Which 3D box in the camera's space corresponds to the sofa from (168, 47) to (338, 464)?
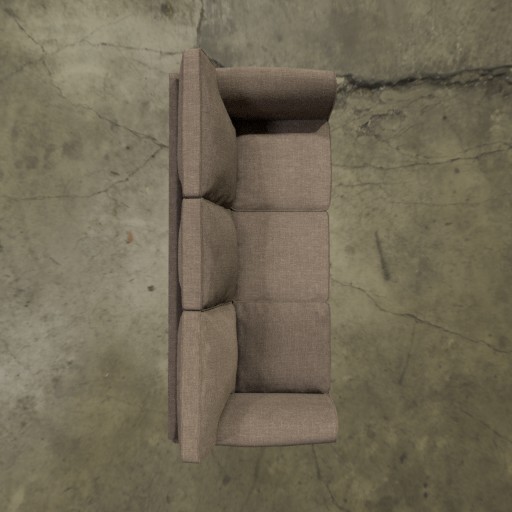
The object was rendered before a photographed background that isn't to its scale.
[{"bbox_3d":[0.000,0.000,2.594,0.916,0.961,2.084,0,89,0],"label":"sofa"}]
